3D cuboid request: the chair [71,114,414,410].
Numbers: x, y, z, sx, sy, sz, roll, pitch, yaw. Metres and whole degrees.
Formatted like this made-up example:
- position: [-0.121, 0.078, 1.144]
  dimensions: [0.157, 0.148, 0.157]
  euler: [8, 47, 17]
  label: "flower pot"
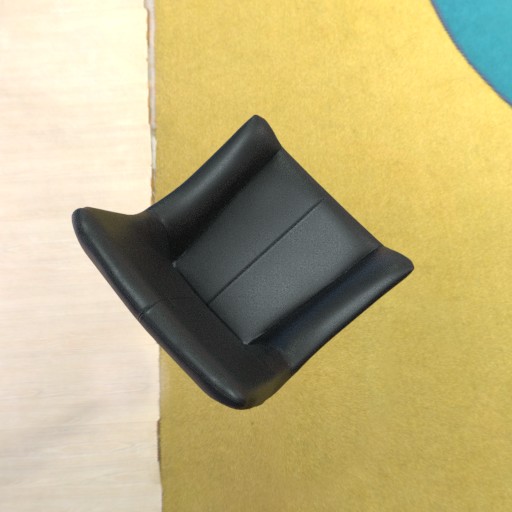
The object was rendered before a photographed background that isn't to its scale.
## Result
- position: [0.000, 0.000, 1.587]
  dimensions: [0.826, 0.922, 0.836]
  euler: [-42, 79, -10]
  label: "chair"
